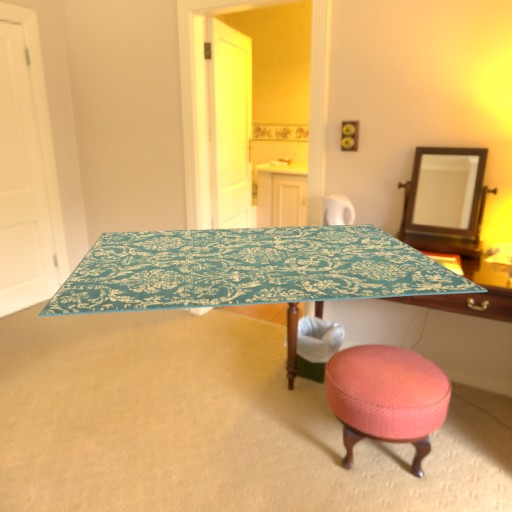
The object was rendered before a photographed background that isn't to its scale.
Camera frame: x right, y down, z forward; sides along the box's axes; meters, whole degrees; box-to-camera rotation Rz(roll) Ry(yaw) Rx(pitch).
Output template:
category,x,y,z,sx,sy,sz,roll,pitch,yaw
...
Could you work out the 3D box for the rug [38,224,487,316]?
category,x,y,z,sx,sy,sz,roll,pitch,yaw
rug,0.000,0.000,2.881,2.205,0.012,1.554,-2,17,-8
